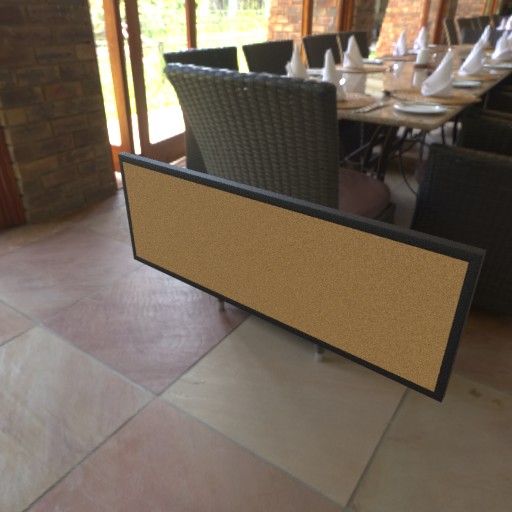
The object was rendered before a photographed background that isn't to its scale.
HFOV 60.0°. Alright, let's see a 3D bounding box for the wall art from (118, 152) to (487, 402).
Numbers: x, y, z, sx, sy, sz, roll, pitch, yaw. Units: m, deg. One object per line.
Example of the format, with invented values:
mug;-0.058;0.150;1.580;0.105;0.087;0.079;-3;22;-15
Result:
wall art;0.000;0.000;1.758;1.572;0.554;0.041;21;35;32
